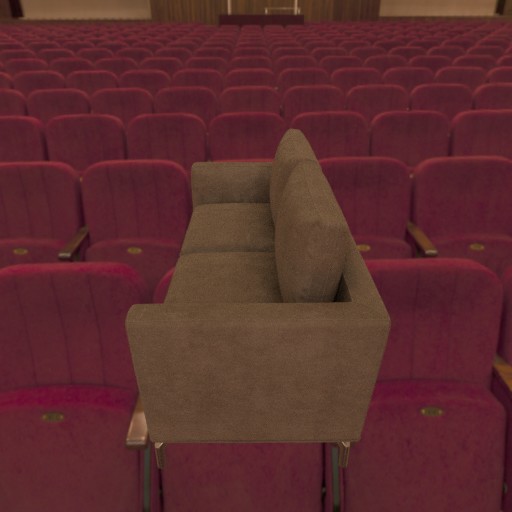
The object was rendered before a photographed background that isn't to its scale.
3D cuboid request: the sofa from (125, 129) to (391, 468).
[{"bbox_3d":[0.000,0.000,2.299,0.855,1.013,1.832,0,28,0],"label":"sofa"}]
